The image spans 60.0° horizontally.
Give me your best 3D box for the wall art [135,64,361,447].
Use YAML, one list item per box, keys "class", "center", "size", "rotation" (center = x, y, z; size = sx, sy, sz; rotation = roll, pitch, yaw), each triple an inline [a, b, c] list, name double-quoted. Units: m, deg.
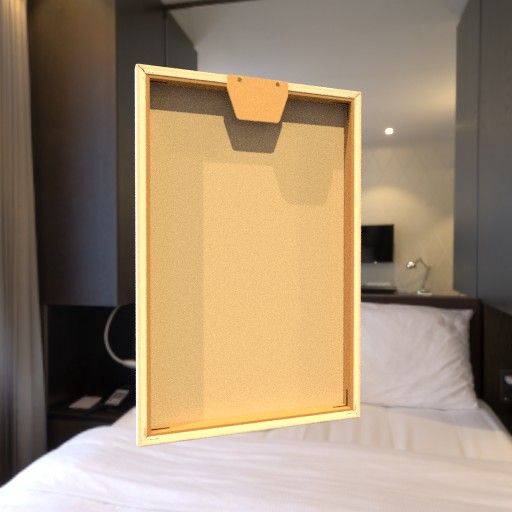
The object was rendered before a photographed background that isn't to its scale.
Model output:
- class: "wall art"
  center: [0.000, 0.000, 1.151]
  size: [0.602, 0.902, 0.048]
  rotation: [0, 1, -18]
